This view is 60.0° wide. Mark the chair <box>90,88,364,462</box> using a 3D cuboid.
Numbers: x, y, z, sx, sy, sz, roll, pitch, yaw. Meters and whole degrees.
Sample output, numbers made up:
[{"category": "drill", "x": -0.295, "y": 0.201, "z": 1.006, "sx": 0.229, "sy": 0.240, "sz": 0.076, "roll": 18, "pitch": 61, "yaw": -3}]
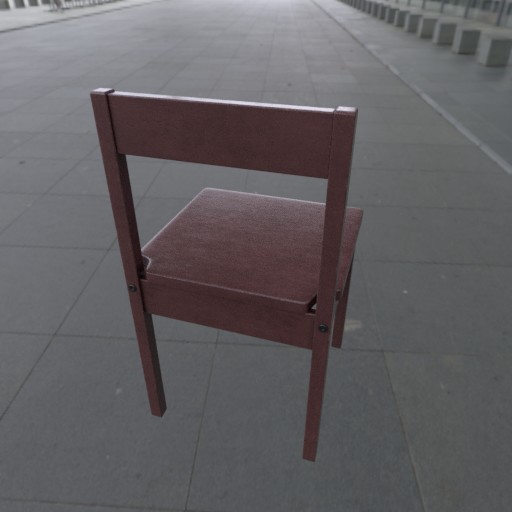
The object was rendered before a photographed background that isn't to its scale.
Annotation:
[{"category": "chair", "x": 0.000, "y": 0.000, "z": 0.870, "sx": 0.367, "sy": 0.668, "sz": 0.361, "roll": 10, "pitch": 34, "yaw": 15}]
